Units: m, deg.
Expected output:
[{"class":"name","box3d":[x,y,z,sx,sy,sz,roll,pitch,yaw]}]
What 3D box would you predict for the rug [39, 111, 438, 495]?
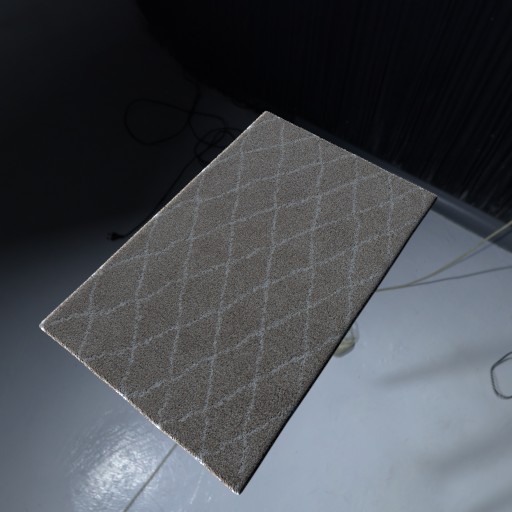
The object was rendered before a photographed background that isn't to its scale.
[{"class":"rug","box3d":[0.000,0.000,3.412,1.778,0.030,2.743,32,64,18]}]
